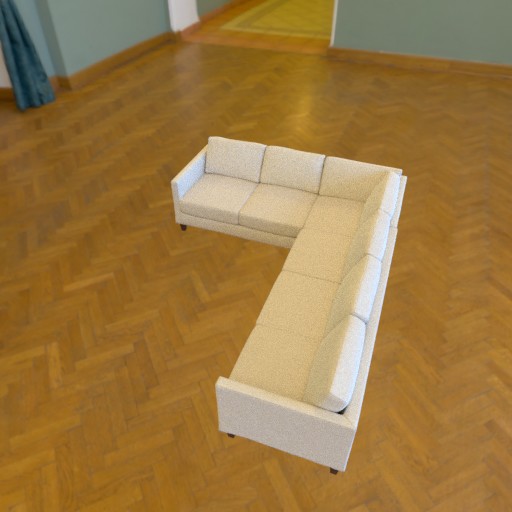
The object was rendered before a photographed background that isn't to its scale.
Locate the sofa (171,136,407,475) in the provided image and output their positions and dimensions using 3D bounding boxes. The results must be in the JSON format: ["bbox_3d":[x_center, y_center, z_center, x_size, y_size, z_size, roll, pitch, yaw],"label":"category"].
[{"bbox_3d":[0.000,0.000,4.235,2.432,0.863,3.182,13,42,15],"label":"sofa"}]
